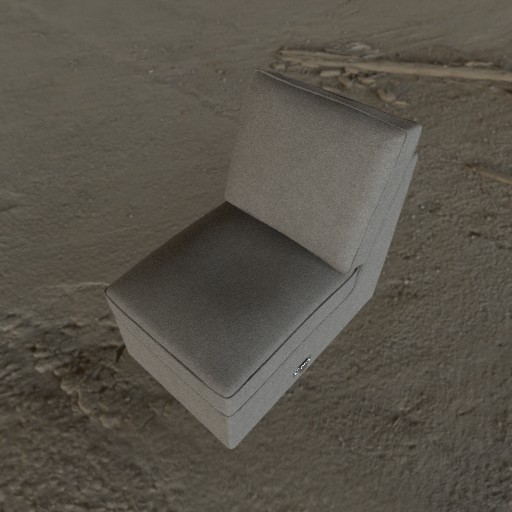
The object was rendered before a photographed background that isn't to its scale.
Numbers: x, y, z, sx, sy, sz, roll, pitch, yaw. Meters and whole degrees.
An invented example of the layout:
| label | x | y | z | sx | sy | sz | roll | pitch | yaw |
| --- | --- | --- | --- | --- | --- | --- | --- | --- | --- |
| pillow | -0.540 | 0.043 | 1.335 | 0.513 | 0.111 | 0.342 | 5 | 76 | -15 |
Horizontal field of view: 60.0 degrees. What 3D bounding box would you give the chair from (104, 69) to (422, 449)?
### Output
| label | x | y | z | sx | sy | sz | roll | pitch | yaw |
| --- | --- | --- | --- | --- | --- | --- | --- | --- | --- |
| chair | 0.000 | 0.000 | 1.581 | 0.621 | 0.970 | 0.938 | 33 | 56 | 27 |
